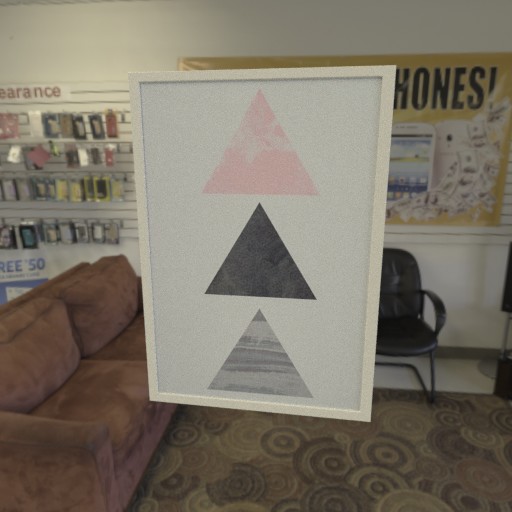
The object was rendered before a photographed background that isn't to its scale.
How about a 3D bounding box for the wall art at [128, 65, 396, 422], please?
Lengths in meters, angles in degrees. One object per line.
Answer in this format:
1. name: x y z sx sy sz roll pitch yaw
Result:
1. wall art: 0.000 0.000 1.198 0.659 0.940 0.013 2 14 9
